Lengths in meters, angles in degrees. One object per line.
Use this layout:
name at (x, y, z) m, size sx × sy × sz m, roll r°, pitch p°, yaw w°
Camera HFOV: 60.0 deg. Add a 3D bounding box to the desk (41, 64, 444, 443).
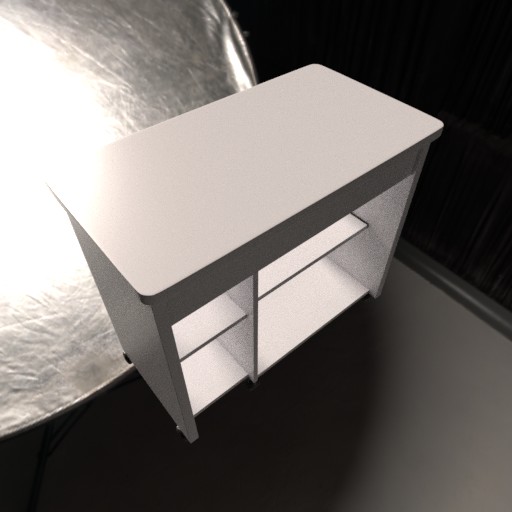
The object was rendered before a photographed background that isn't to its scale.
desk at (0.000, 0.000, 1.330) m, size 0.877 × 0.763 × 0.475 m, roll -31°, pitch 54°, yaw -26°
